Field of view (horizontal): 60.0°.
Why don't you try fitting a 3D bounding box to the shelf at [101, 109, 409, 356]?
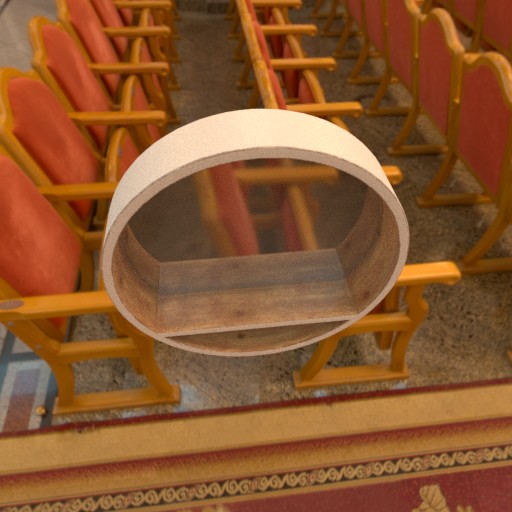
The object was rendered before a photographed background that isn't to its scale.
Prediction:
[{"bbox_3d":[0.000,0.000,1.241,0.806,0.807,0.158,-5,47,-4],"label":"shelf"}]
